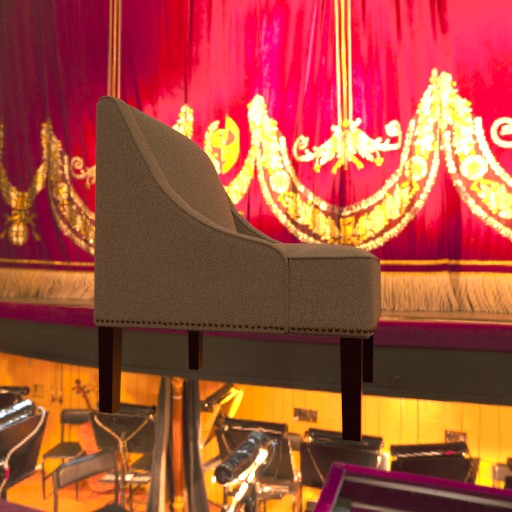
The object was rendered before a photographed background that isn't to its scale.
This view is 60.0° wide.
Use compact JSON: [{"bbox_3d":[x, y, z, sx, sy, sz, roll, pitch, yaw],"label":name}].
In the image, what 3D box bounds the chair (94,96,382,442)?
[{"bbox_3d":[0.000,0.000,1.392,0.748,0.872,0.628,-1,-2,17],"label":"chair"}]
